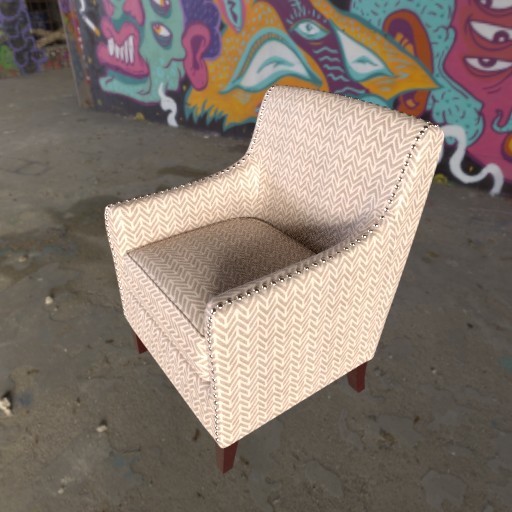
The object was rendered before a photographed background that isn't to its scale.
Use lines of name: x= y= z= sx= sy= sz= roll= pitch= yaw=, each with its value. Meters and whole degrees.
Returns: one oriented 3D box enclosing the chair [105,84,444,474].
chair: x=0.000 y=0.000 z=1.276 sx=0.651 sy=0.816 sz=0.623 roll=-21 pitch=37 yaw=-30
